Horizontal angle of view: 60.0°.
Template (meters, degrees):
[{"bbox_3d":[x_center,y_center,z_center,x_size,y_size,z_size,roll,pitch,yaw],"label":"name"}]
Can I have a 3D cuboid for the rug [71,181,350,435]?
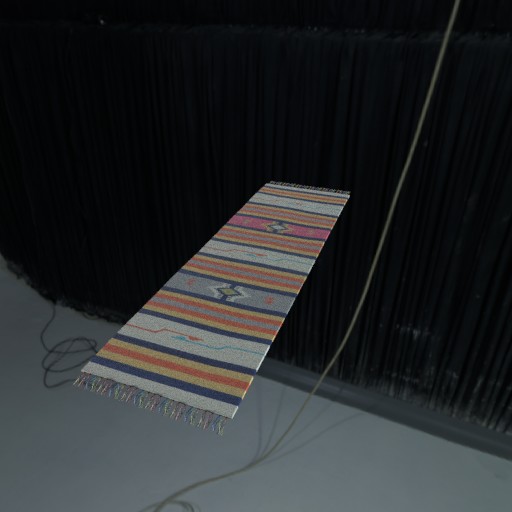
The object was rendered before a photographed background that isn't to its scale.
[{"bbox_3d":[0.000,0.000,2.681,0.695,0.017,2.455,11,32,18],"label":"rug"}]
